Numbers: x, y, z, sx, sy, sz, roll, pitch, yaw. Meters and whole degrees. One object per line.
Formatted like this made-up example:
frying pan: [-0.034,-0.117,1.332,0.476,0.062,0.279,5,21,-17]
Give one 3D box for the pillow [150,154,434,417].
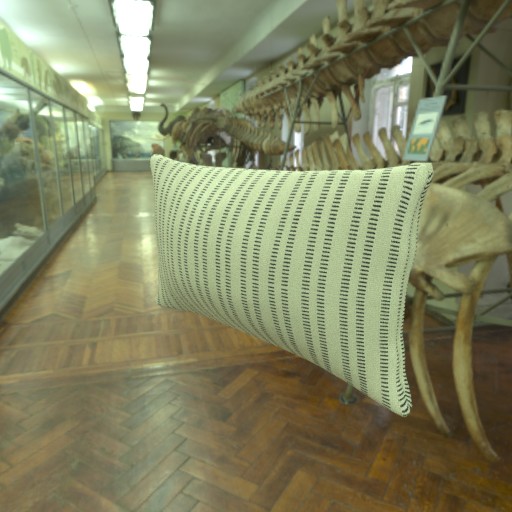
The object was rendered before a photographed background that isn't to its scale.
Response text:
pillow: [0.000,0.000,0.810,0.640,0.353,0.210,14,20,43]
